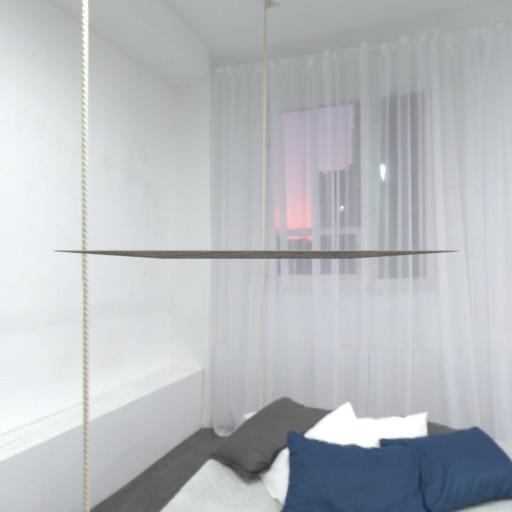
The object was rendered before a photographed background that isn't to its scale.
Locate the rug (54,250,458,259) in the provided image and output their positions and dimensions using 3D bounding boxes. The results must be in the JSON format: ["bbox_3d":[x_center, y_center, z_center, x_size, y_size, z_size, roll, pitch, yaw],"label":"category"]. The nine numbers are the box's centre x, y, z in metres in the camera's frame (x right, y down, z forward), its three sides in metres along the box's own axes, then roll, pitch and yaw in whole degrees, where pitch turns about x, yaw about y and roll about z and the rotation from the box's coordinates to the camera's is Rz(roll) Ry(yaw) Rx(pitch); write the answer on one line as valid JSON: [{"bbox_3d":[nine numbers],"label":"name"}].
[{"bbox_3d":[0.000,0.000,4.062,2.380,0.008,2.977,0,-1,0],"label":"rug"}]
